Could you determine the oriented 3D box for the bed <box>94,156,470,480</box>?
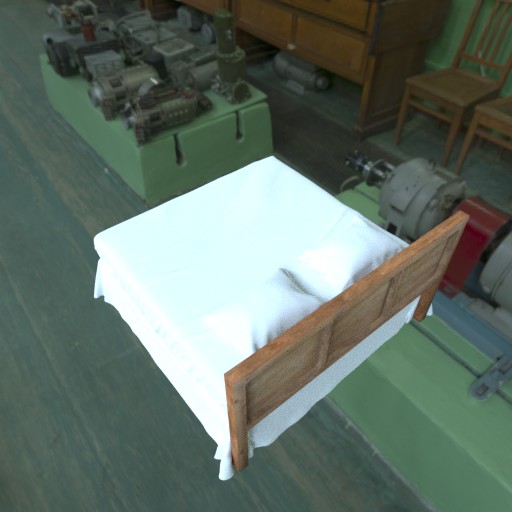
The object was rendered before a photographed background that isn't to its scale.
[{"bbox_3d":[0.000,0.000,3.553,2.255,1.158,2.165,-30,52,-27],"label":"bed"}]
